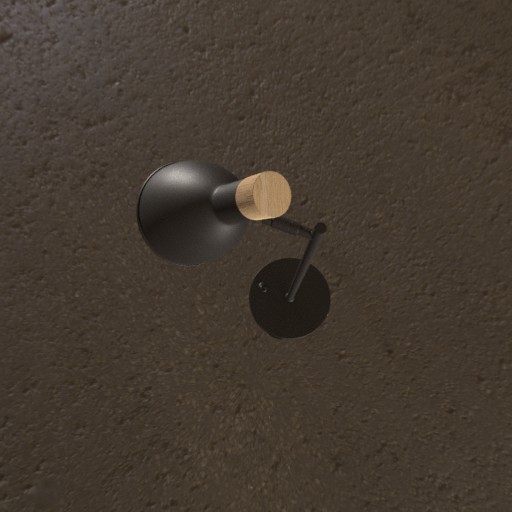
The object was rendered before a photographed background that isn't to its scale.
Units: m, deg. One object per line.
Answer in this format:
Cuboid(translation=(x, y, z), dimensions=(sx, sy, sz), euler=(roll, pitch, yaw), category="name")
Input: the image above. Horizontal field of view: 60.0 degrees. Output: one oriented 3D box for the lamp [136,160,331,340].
Cuboid(translation=(0.000, 0.000, 0.613), dimensions=(0.287, 0.483, 0.152), euler=(20, 76, 5), category="lamp")
